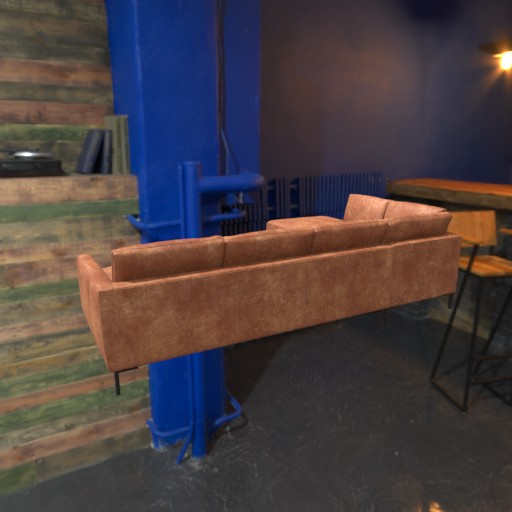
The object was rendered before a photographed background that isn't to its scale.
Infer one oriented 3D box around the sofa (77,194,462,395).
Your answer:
[{"bbox_3d":[0.000,0.000,3.916,2.984,0.877,1.938,-8,17,-27],"label":"sofa"}]
